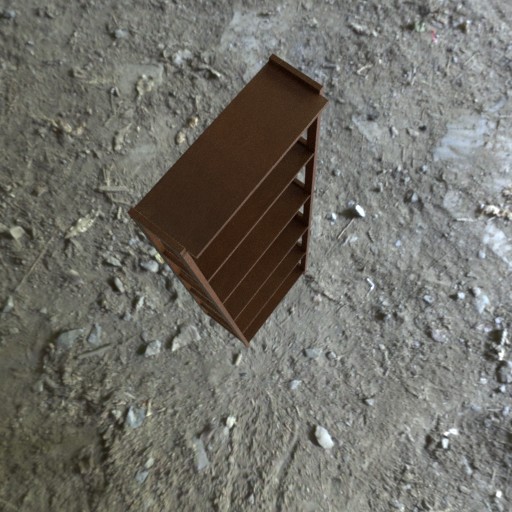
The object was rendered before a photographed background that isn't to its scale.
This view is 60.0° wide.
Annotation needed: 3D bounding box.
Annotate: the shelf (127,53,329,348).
[{"bbox_3d":[0.000,0.000,2.157,0.382,1.892,0.660,37,78,10],"label":"shelf"}]
